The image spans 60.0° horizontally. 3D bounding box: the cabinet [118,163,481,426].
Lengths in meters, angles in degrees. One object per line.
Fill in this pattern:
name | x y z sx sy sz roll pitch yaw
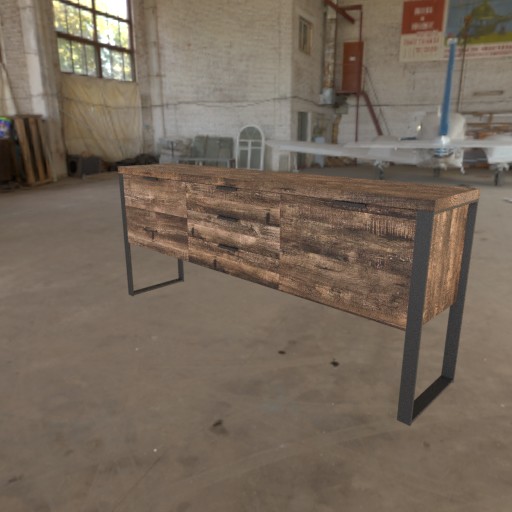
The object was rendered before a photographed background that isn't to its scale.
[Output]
cabinet | 0.000 0.000 2.113 1.800 0.762 0.395 15 21 42
